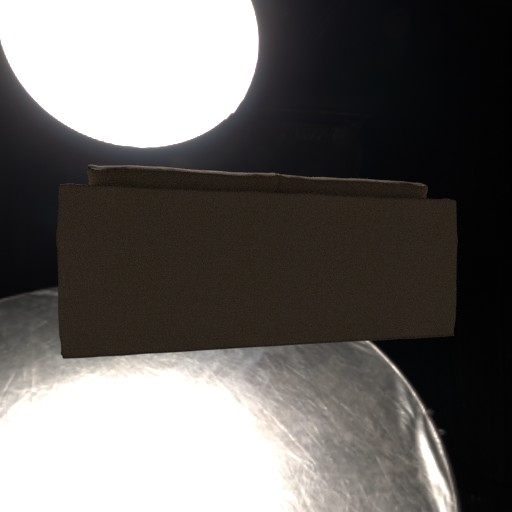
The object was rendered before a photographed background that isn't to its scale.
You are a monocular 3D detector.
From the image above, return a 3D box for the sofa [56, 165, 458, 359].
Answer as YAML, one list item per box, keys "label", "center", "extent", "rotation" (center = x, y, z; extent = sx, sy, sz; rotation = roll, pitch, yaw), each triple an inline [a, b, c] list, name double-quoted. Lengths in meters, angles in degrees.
- label: "sofa"
  center: [0.000, 0.000, 2.521]
  extent: [1.987, 0.847, 0.956]
  rotation: [0, 0, -16]
